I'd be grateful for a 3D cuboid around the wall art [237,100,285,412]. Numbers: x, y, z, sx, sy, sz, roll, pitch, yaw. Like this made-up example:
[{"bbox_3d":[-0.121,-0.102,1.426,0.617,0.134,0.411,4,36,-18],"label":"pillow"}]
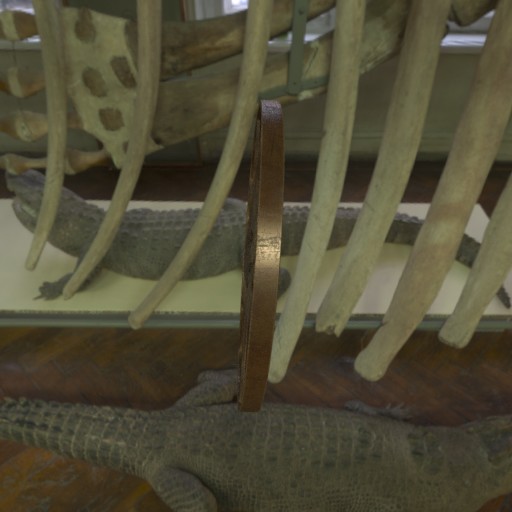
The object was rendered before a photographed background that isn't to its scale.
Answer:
[{"bbox_3d":[0.000,0.000,0.876,0.084,0.583,0.582,0,40,0],"label":"wall art"}]
